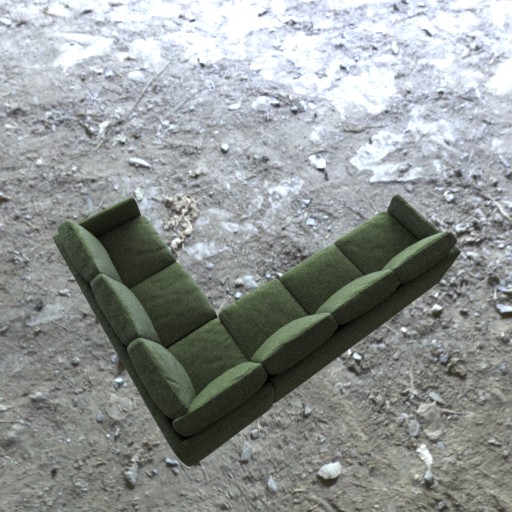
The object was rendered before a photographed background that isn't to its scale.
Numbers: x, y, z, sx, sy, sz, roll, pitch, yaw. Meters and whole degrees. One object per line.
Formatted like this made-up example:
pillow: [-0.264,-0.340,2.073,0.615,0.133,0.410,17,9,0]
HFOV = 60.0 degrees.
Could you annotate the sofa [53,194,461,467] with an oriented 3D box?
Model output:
sofa: [0.000,0.000,4.644,3.302,0.947,2.593,-31,63,-18]
